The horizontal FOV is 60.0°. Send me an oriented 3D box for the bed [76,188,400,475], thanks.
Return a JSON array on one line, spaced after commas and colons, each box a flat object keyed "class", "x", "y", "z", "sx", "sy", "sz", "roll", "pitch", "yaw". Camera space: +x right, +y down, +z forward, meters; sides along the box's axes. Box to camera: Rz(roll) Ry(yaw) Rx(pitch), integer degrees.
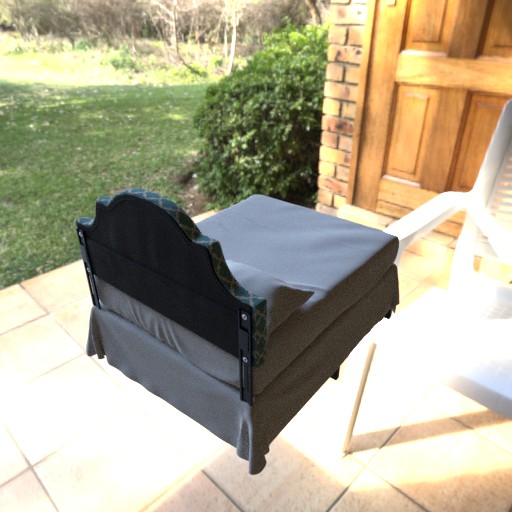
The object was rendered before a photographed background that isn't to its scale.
[{"class": "bed", "x": 0.000, "y": 0.000, "z": 3.440, "sx": 1.780, "sy": 1.633, "sz": 2.222, "roll": 22, "pitch": 36, "yaw": 33}]
